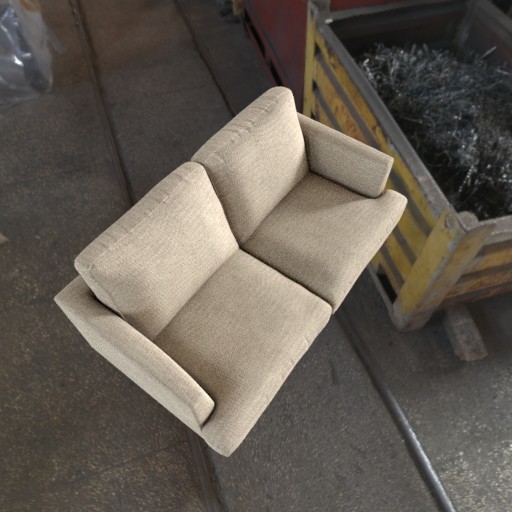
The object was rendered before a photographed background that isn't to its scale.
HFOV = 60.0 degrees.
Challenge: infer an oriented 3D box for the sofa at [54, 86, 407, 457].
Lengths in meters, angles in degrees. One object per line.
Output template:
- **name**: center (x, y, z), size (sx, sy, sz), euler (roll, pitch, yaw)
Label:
- **sofa**: center (0.000, 0.000, 2.162), size (0.903, 0.944, 1.582), euler (32, 62, 19)
